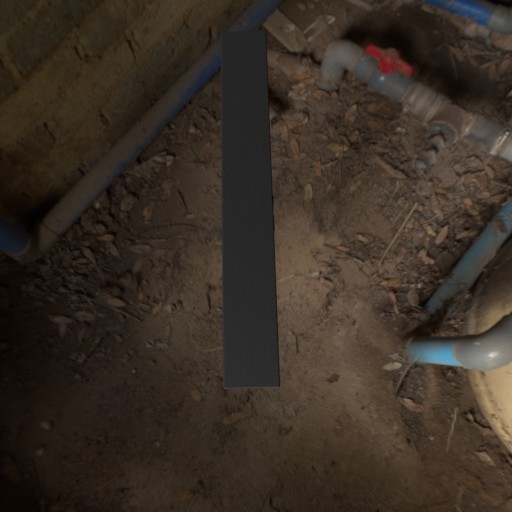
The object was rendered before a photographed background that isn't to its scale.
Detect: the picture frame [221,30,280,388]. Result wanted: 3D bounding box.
[{"bbox_3d":[0.000,0.000,0.283,0.028,0.208,0.157,-1,74,0],"label":"picture frame"}]
